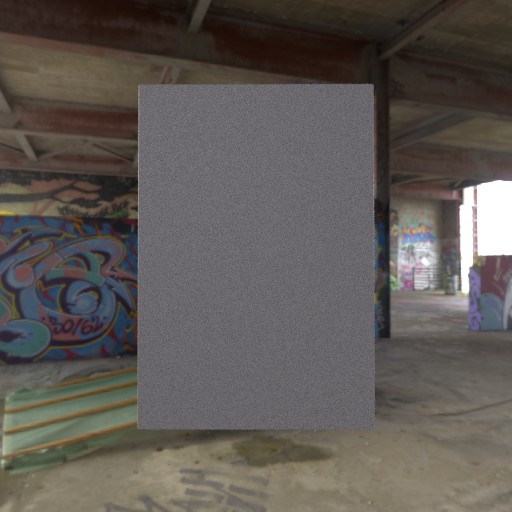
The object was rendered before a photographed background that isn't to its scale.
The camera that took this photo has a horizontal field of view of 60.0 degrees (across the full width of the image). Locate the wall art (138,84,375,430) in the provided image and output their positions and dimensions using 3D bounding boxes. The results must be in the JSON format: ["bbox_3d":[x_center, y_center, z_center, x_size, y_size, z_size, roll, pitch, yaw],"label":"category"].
[{"bbox_3d":[0.000,0.000,0.623,0.329,0.482,0.011,0,-1,0],"label":"wall art"}]
